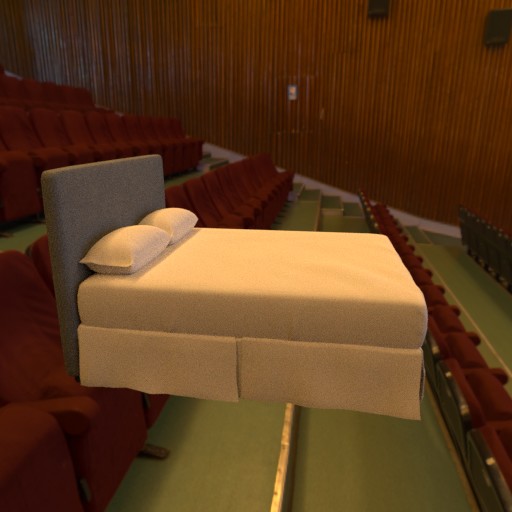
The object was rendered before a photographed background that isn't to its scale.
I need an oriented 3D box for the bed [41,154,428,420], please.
[{"bbox_3d":[0.000,0.000,3.169,2.142,1.330,1.713,2,16,8],"label":"bed"}]
